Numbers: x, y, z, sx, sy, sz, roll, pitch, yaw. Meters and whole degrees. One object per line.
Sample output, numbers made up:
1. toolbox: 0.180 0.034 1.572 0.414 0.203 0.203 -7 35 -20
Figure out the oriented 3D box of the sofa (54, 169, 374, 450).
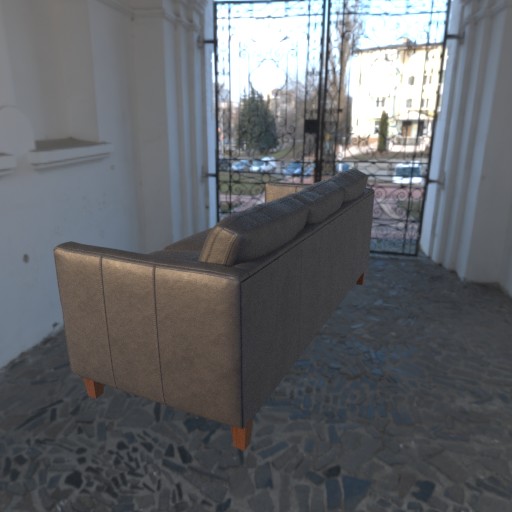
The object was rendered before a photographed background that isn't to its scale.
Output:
1. sofa: 0.000 0.000 2.970 1.045 1.006 2.464 8 19 25
